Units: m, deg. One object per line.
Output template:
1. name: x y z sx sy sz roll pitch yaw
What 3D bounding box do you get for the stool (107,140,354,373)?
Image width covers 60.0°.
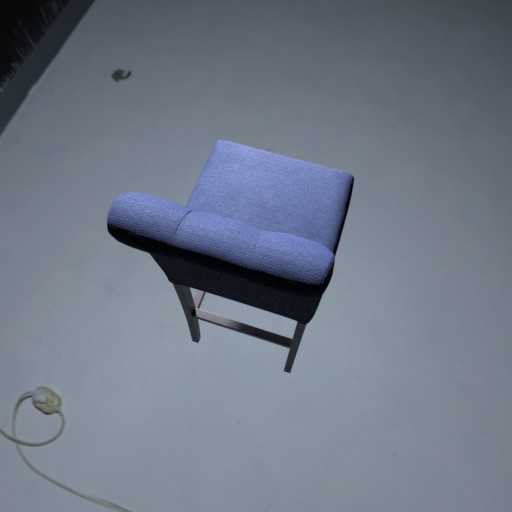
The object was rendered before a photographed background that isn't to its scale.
1. stool: 0.000 0.000 1.465 0.493 1.140 0.601 16 65 8
